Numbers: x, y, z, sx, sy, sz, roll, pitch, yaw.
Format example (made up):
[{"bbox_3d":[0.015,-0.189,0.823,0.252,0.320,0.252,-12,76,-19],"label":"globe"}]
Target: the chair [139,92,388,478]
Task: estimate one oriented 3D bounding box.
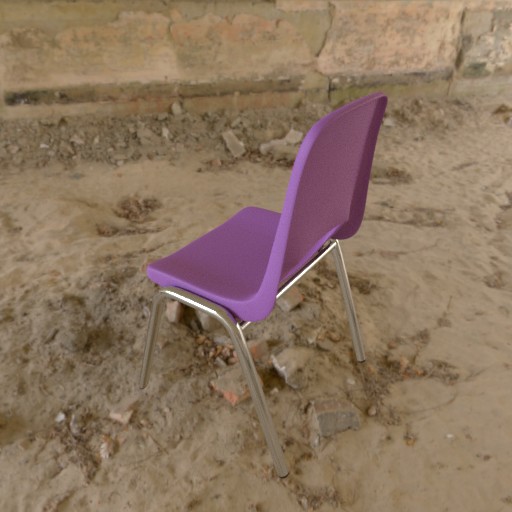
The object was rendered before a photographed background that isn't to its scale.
[{"bbox_3d":[0.000,0.000,0.670,0.301,0.493,0.291,20,36,29],"label":"chair"}]
